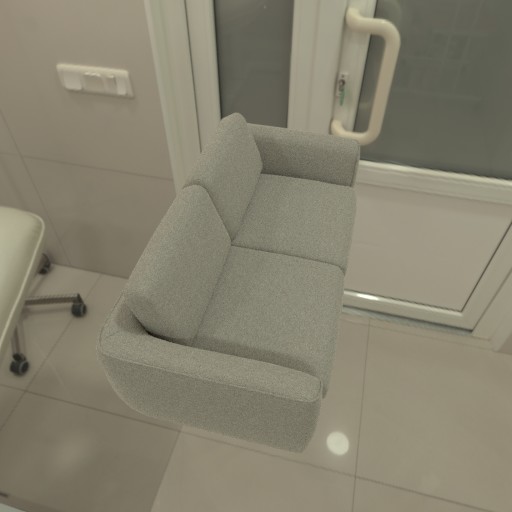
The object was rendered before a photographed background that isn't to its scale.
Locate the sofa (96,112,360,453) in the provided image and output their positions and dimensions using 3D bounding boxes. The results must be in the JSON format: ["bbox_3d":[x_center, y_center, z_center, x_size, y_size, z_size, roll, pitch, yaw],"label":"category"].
[{"bbox_3d":[0.000,0.000,2.228,0.920,0.850,1.700,10,48,10],"label":"sofa"}]
